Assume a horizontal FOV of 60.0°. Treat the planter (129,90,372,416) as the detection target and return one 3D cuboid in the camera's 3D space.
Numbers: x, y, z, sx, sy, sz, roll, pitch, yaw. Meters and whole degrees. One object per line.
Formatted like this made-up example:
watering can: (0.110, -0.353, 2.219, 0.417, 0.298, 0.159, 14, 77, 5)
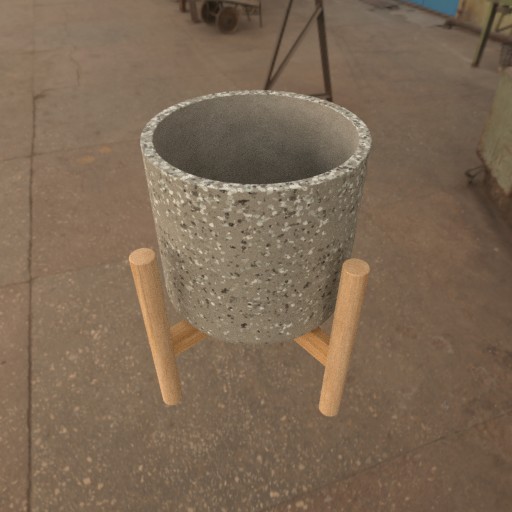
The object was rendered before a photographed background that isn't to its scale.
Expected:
planter: (0.000, 0.000, 0.536, 0.284, 0.320, 0.284, -12, 42, -14)
